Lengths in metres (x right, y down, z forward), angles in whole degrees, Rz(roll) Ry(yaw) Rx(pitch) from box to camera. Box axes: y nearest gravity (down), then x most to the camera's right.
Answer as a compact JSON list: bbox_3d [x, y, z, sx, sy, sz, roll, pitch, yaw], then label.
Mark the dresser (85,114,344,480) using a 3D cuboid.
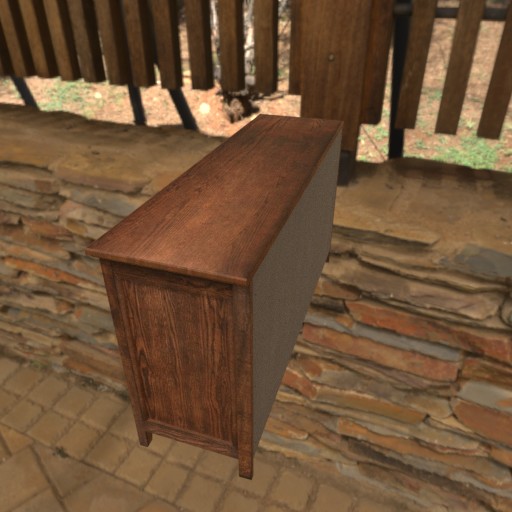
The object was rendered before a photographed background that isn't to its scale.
[{"bbox_3d":[0.000,0.000,1.976,0.463,0.856,1.551,10,33,15],"label":"dresser"}]
